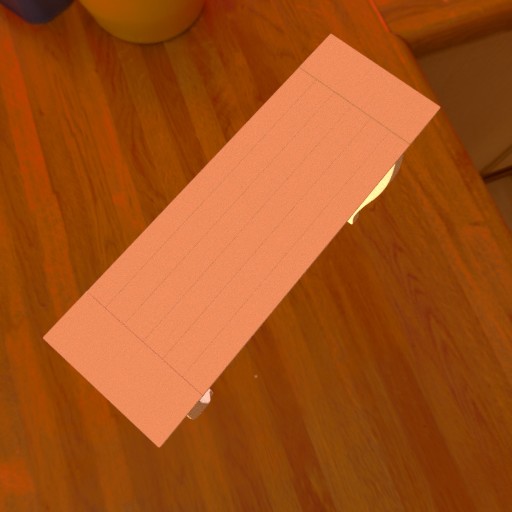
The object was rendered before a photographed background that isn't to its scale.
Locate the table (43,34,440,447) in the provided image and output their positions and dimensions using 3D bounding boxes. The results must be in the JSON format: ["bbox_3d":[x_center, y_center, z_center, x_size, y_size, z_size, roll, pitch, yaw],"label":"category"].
[{"bbox_3d":[0.000,0.000,1.438,0.373,0.768,1.062,39,78,10],"label":"table"}]
